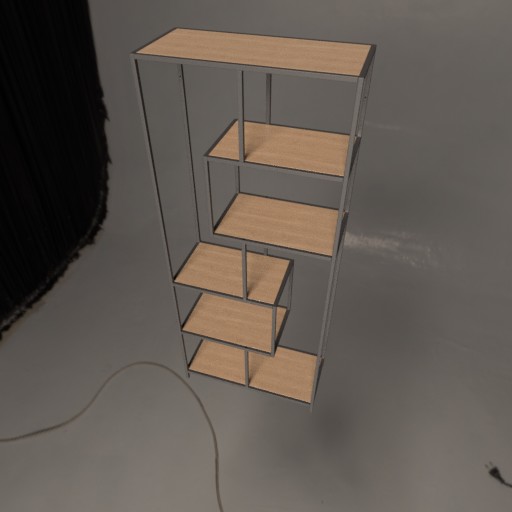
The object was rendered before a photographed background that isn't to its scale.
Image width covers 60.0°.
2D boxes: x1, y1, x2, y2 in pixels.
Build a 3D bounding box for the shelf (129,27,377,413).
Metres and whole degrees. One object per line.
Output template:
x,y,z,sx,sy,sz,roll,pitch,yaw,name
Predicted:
0.000,0.000,2.104,0.770,1.850,0.350,12,42,13,shelf
